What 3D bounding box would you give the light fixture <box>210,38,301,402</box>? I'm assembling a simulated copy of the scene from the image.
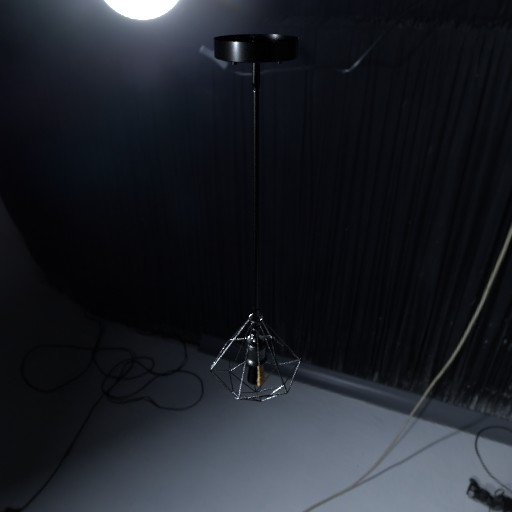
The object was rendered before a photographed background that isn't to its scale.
[{"bbox_3d":[0.000,0.000,1.991,0.431,1.764,0.487,11,33,18],"label":"light fixture"}]
